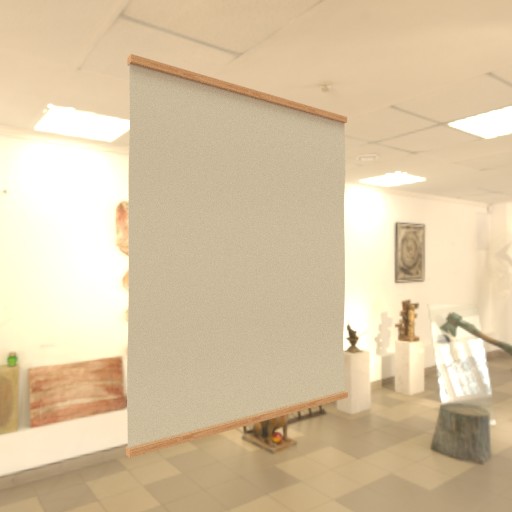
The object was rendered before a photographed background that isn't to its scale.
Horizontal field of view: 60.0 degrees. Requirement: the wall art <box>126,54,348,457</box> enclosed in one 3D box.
[{"bbox_3d":[0.000,0.000,0.685,0.406,0.508,0.013,1,-1,-37],"label":"wall art"}]
